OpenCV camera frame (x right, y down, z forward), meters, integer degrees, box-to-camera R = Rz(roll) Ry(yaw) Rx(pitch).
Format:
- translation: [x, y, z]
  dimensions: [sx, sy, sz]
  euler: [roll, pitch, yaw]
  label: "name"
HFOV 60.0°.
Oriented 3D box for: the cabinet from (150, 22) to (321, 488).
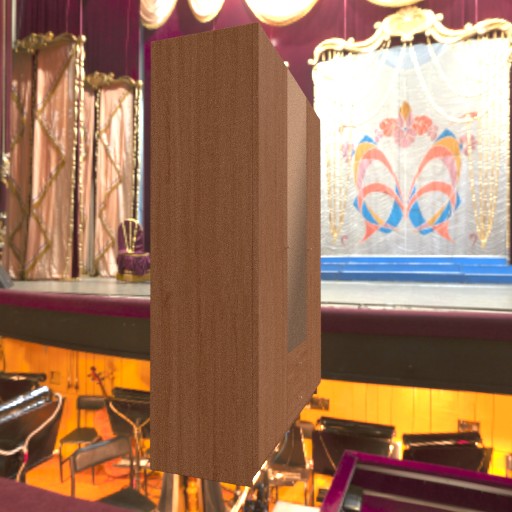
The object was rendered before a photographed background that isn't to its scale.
- translation: [0.000, 0.000, 2.807]
  dimensions: [0.590, 2.120, 1.500]
  euler: [0, -1, 19]
  label: "cabinet"
